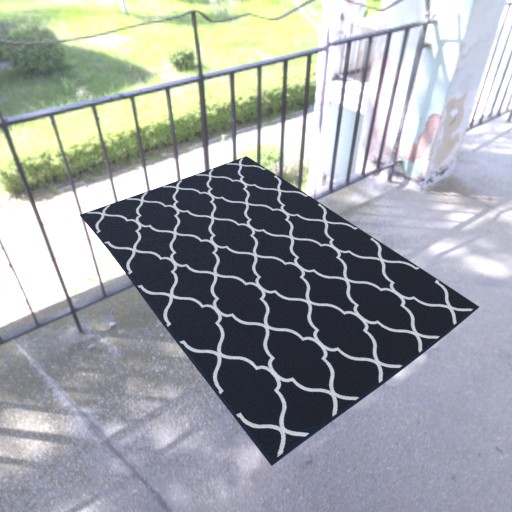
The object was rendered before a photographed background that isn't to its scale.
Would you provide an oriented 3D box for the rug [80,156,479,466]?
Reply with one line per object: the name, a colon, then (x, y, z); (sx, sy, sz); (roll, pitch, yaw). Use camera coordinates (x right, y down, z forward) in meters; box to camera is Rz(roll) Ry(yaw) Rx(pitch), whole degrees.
rug: (0.000, 0.000, 2.895); (1.526, 0.014, 2.290); (-26, 47, -27)
